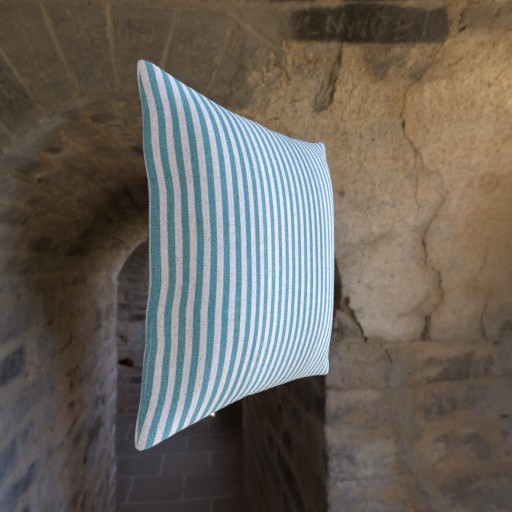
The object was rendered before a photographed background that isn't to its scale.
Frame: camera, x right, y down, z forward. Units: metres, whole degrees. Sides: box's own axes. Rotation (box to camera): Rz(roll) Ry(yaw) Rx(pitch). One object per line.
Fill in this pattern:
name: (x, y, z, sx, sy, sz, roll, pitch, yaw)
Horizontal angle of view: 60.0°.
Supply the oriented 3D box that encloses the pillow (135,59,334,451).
pillow: (0.000, 0.000, 0.776, 0.166, 0.510, 0.523, -1, -1, 36)
